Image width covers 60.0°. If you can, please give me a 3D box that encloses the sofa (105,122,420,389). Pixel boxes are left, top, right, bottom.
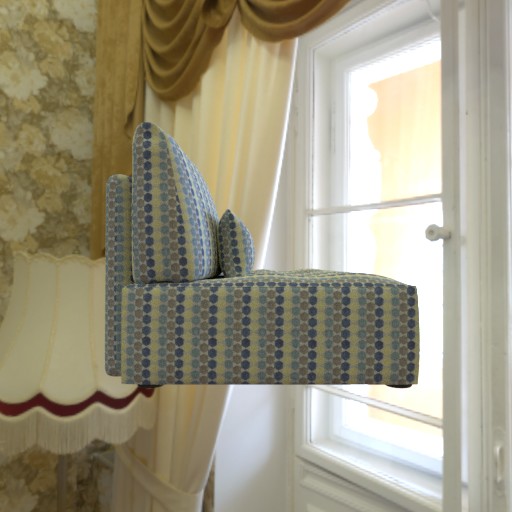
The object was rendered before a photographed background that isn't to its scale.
[{"bbox_3d":[0.000,0.000,2.027,1.000,0.820,1.450,0,-1,0],"label":"sofa"}]
